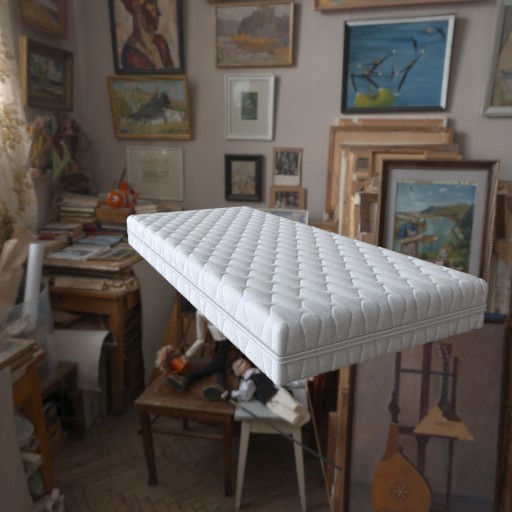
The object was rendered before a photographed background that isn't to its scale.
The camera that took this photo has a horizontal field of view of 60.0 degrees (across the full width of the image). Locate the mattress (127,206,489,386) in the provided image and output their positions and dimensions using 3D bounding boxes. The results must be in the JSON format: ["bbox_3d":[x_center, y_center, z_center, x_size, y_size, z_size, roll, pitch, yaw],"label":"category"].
[{"bbox_3d":[0.000,0.000,2.297,0.900,0.200,2.000,-8,17,-26],"label":"mattress"}]
